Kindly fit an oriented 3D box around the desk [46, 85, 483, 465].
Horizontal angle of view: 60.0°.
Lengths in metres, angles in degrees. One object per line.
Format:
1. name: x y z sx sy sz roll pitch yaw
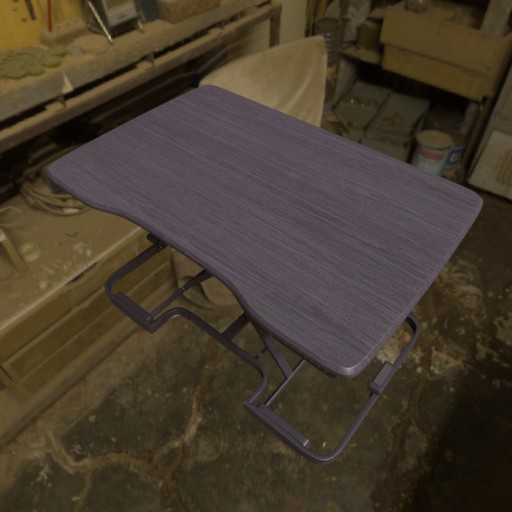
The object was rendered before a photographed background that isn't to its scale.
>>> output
1. desk: 0.000 0.000 1.121 0.820 0.470 0.546 31 54 26
